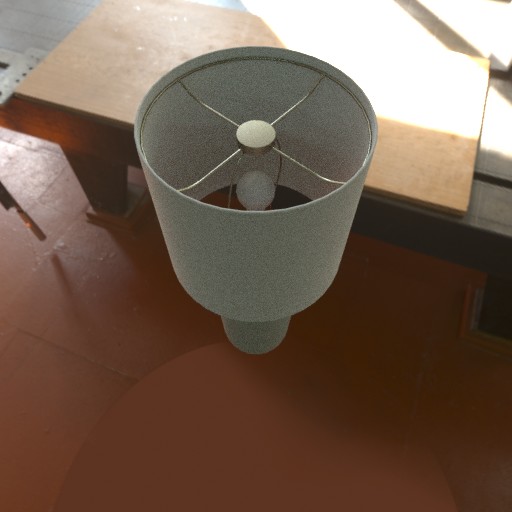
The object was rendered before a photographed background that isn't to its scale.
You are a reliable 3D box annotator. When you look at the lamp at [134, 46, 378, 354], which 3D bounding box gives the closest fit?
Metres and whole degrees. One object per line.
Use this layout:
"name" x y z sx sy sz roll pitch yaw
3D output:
"lamp" 0.000 0.000 0.605 0.220 0.475 0.220 -30 63 -18
